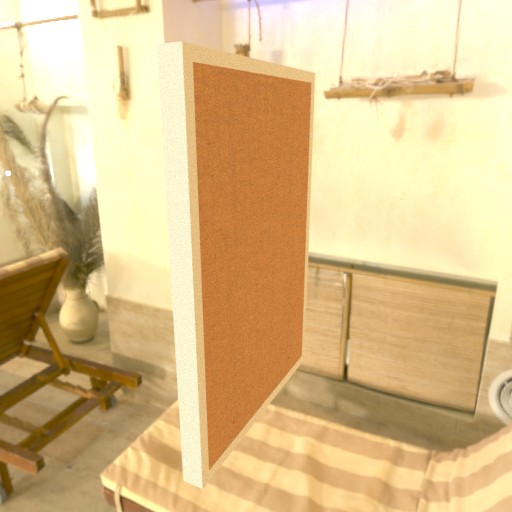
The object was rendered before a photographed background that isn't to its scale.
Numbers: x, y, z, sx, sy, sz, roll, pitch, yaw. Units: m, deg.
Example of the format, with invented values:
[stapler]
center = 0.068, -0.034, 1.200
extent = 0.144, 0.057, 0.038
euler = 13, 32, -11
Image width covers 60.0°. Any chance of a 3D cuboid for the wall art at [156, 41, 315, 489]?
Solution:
[wall art]
center = 0.000, 0.000, 0.531
extent = 0.025, 0.428, 0.293
euler = 9, 20, 26
